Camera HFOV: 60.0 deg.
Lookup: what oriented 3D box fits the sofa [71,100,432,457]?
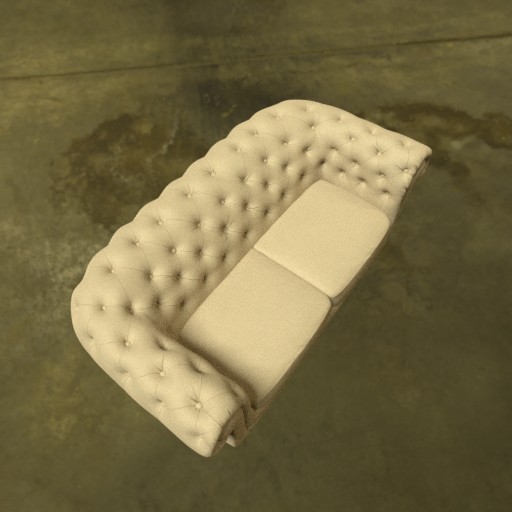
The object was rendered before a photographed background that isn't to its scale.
[{"bbox_3d":[0.000,0.000,2.495,1.069,0.835,1.988,32,62,19],"label":"sofa"}]
